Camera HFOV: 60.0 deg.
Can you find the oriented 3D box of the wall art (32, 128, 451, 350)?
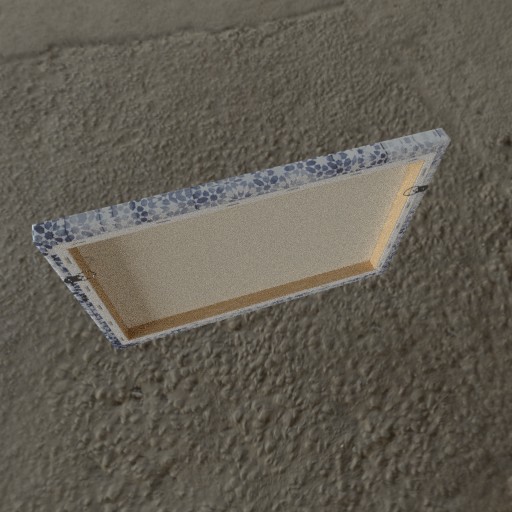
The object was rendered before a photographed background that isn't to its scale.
[{"bbox_3d":[0.000,0.000,0.794,0.608,0.406,0.030,-15,59,-9],"label":"wall art"}]
